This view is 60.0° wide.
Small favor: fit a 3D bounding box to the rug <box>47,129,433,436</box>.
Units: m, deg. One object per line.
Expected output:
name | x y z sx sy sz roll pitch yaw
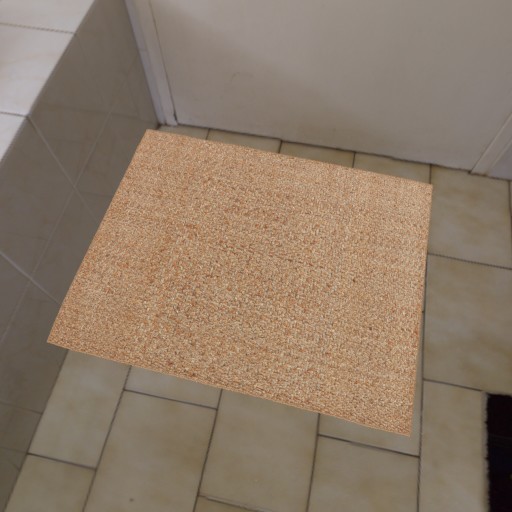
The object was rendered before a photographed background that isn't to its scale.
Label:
rug | 0.000 0.000 4.070 3.048 0.013 2.439 13 64 6
